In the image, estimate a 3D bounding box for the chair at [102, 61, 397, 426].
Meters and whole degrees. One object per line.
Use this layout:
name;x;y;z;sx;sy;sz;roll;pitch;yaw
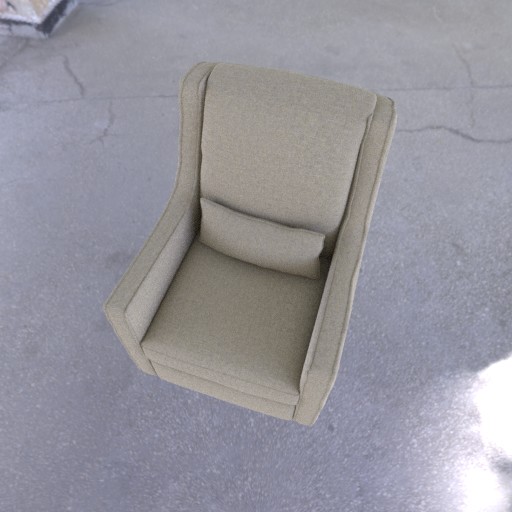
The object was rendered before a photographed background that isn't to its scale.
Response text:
chair;0.000;0.000;1.606;0.732;0.993;0.879;15;58;10
